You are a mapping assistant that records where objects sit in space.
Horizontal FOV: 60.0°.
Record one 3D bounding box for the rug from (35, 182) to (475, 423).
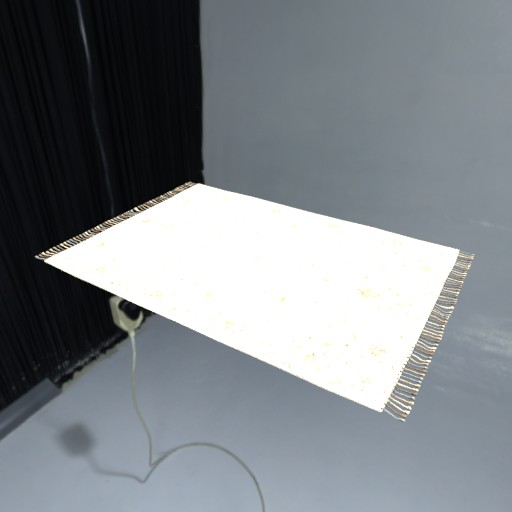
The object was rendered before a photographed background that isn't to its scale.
[{"bbox_3d":[0.000,0.000,2.226,1.861,0.017,1.218,18,35,27],"label":"rug"}]
